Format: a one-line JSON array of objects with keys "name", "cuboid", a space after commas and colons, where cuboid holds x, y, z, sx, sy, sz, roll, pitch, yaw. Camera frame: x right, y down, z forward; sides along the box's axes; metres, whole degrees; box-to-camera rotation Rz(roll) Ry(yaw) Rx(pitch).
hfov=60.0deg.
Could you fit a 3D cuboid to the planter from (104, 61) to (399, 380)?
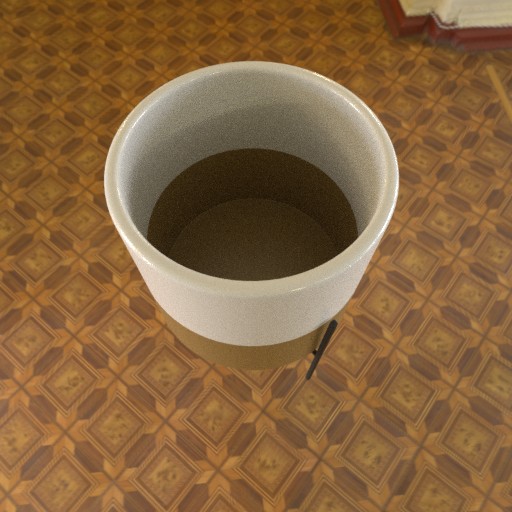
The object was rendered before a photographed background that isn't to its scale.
[{"name": "planter", "cuboid": [0.000, 0.000, 0.643, 0.310, 0.432, 0.310, 35, 68, 17]}]
